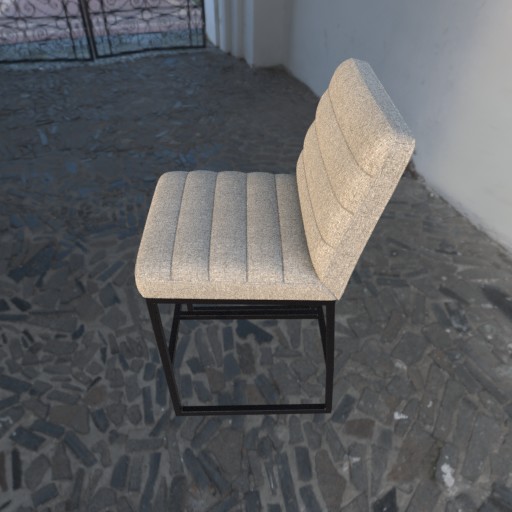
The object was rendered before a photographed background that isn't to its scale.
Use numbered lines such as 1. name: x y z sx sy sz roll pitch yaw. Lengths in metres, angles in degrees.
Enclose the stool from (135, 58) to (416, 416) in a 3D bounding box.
1. stool: 0.000 0.000 1.240 0.560 0.940 0.460 -1 41 -1
